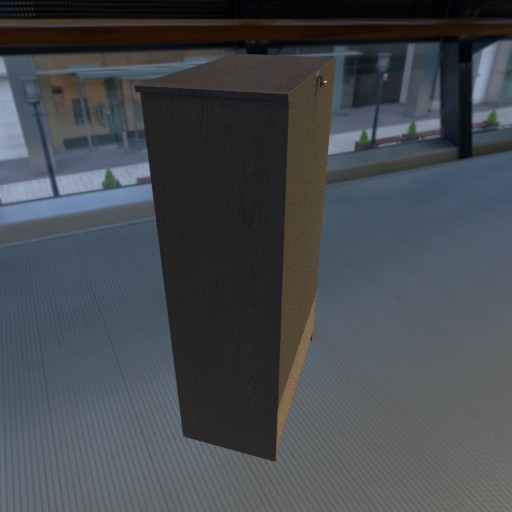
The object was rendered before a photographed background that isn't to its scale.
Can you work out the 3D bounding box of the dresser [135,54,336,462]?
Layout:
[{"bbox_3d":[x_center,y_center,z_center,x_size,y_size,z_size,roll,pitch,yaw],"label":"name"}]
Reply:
[{"bbox_3d":[0.000,0.000,1.597,0.418,1.254,0.704,9,31,15],"label":"dresser"}]
